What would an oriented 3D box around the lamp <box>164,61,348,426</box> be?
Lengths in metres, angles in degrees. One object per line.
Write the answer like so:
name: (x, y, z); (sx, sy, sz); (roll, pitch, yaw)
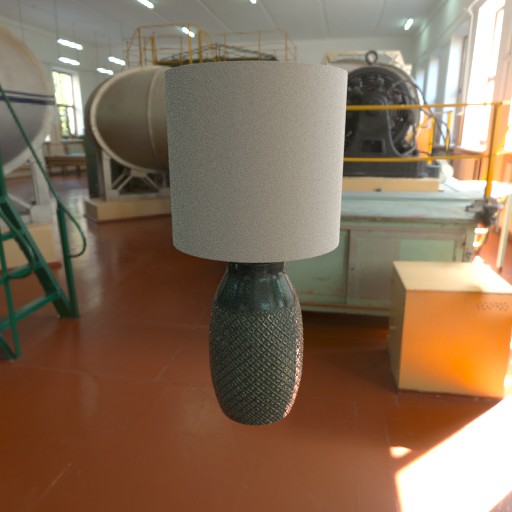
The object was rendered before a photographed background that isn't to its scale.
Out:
lamp: (0.000, 0.000, 0.594); (0.217, 0.453, 0.217); (-15, 21, -42)
